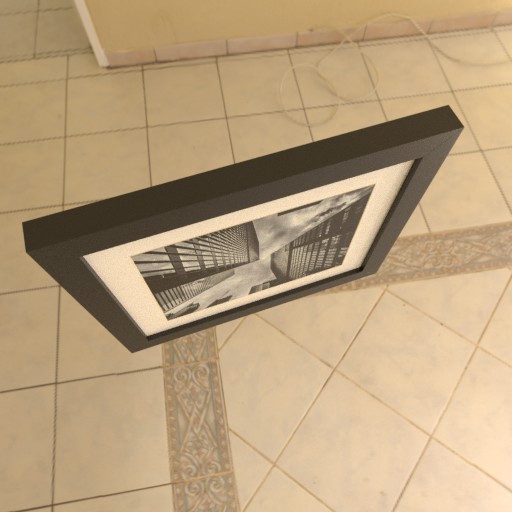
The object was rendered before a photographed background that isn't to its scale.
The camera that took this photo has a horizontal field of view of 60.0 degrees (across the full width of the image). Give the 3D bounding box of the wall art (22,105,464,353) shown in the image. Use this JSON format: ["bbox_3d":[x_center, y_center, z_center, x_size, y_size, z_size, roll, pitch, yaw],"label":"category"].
[{"bbox_3d":[0.000,0.000,0.515,0.381,0.321,0.028,-17,65,-8],"label":"wall art"}]
